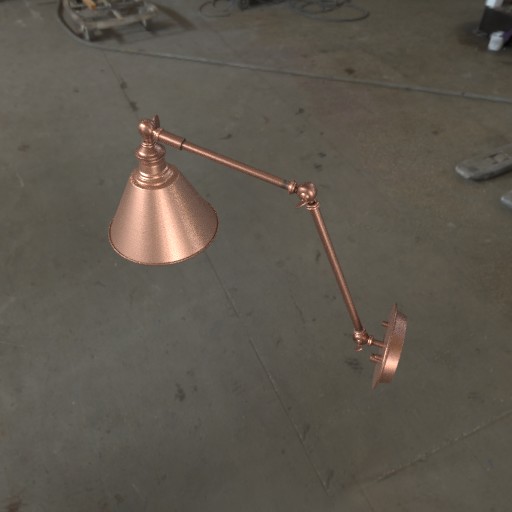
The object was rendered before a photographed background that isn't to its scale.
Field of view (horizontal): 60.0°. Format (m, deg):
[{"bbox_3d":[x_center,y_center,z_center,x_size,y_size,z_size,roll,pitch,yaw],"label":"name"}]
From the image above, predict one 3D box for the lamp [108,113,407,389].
[{"bbox_3d":[0.000,0.000,0.872,0.624,0.502,0.223,15,48,14],"label":"lamp"}]
